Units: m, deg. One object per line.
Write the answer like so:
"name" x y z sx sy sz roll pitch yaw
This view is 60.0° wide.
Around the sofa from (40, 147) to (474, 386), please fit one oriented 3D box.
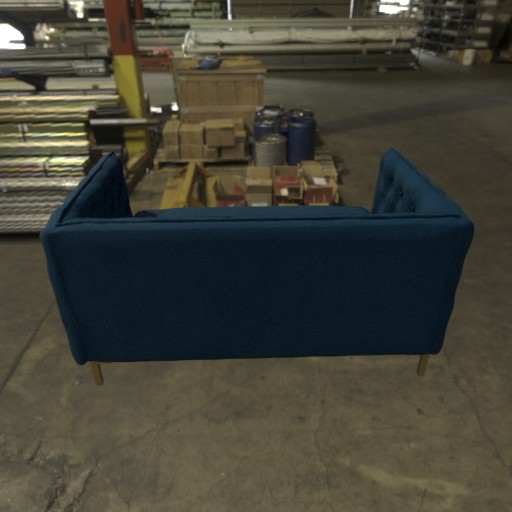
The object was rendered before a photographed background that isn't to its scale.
"sofa" 0.000 0.000 2.124 1.583 0.810 0.909 -1 30 -2
